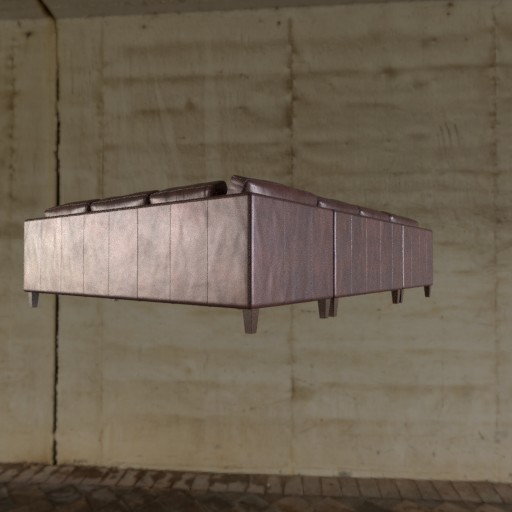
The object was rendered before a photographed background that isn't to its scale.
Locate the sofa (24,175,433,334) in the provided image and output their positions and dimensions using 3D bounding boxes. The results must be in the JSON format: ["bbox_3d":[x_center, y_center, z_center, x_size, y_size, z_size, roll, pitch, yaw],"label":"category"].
[{"bbox_3d":[0.000,0.000,4.349,2.452,0.891,3.324,-1,-1,37],"label":"sofa"}]
